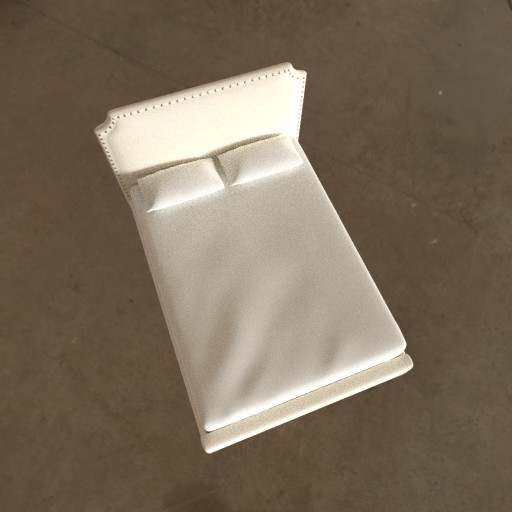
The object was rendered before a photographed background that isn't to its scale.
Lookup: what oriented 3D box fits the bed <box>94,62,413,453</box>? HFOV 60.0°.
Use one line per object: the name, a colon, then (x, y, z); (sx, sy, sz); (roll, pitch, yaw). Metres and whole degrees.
bed: (0.000, 0.000, 3.483); (1.712, 1.443, 2.365); (-19, 65, -9)
